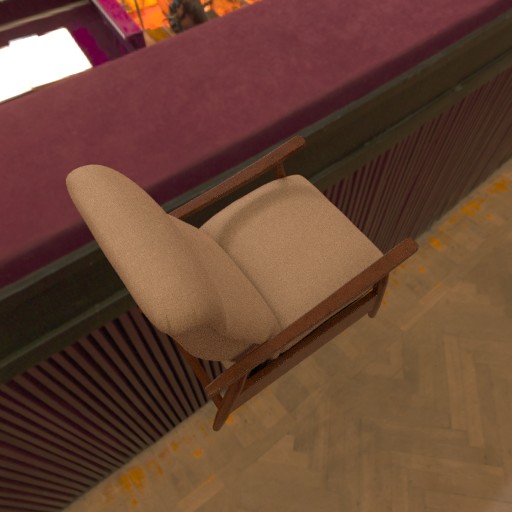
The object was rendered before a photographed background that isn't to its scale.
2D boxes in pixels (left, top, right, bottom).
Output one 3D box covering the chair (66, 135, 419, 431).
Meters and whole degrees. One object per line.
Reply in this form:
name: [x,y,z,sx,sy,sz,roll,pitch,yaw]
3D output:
chair: [0.000,0.000,1.796,1.030,1.082,0.762,-31,63,-18]
